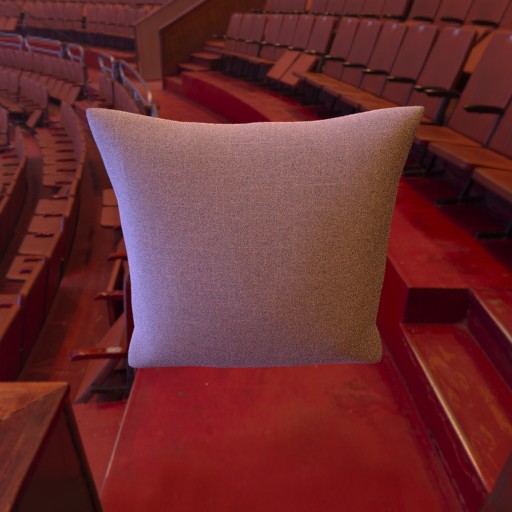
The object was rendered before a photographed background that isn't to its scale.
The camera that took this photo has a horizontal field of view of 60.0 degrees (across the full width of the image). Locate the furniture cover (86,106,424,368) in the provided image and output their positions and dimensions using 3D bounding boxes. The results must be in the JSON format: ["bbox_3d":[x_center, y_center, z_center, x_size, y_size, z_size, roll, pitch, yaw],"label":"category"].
[{"bbox_3d":[0.000,0.000,0.779,0.512,0.506,0.178,-1,29,-1],"label":"furniture cover"}]
